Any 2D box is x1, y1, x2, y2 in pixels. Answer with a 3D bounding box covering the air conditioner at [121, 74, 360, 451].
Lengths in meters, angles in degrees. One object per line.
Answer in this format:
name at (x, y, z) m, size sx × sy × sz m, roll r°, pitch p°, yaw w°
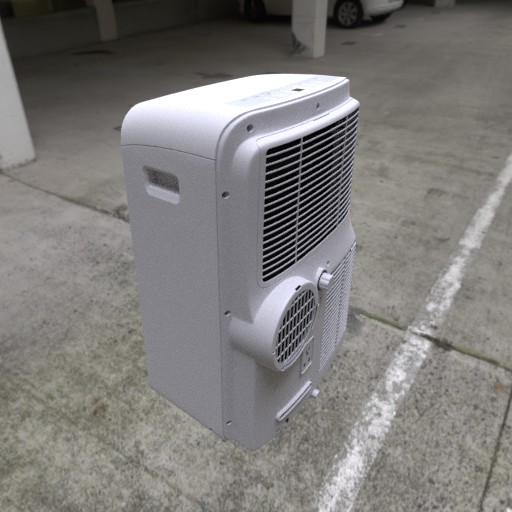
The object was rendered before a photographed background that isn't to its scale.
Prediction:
air conditioner at (0.000, 0.000, 0.954) m, size 0.365 × 0.700 × 0.454 m, roll 19°, pitch 36°, yaw 29°
